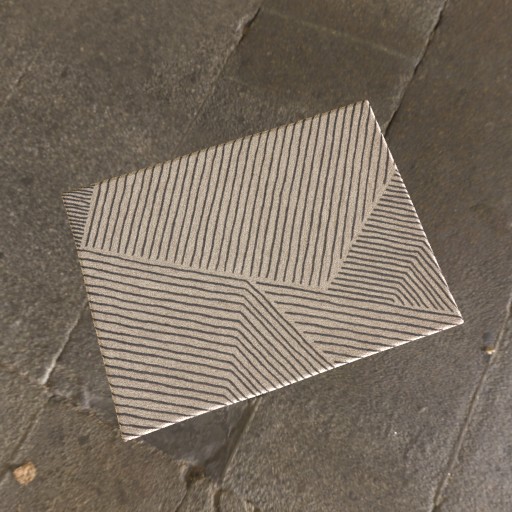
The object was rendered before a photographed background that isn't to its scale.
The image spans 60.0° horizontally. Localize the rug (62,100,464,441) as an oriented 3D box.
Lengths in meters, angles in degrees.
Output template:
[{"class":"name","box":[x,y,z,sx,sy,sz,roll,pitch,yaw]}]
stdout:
[{"class":"rug","box":[0.000,0.000,3.188,2.449,0.028,1.829,-18,78,-4]}]
